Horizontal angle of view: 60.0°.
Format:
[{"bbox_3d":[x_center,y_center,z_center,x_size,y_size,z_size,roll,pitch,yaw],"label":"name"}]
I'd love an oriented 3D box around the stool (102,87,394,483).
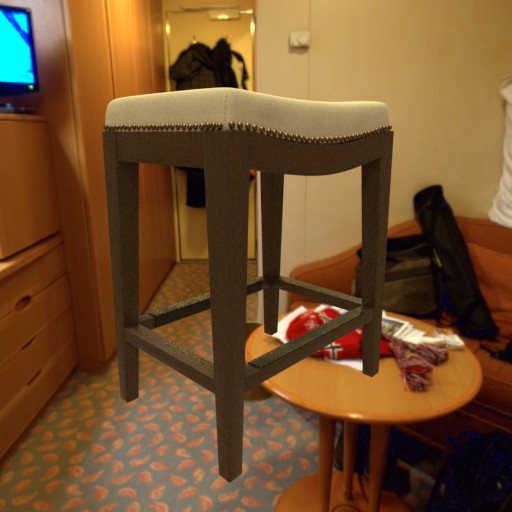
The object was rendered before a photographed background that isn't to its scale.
[{"bbox_3d":[0.000,0.000,0.959,0.361,0.642,0.500,15,21,42],"label":"stool"}]
